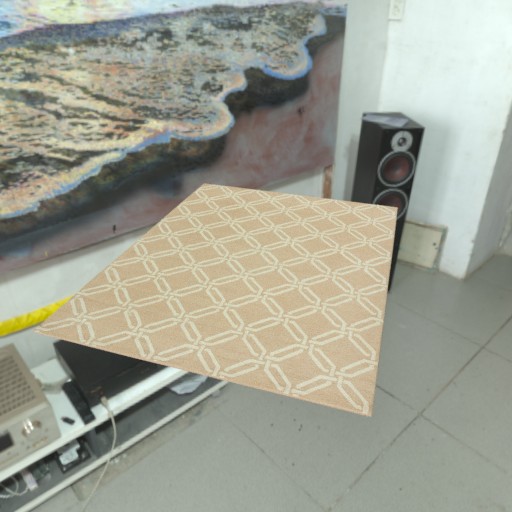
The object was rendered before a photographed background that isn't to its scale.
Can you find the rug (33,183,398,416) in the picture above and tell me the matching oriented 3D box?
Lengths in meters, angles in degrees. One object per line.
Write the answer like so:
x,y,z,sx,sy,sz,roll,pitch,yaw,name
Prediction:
0.000,0.000,3.923,2.288,0.018,2.895,9,32,16,rug
